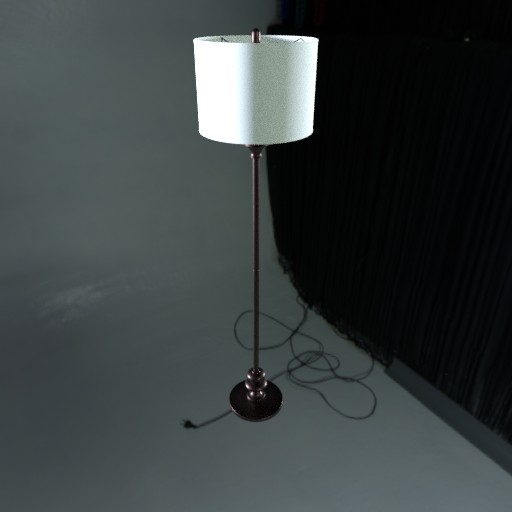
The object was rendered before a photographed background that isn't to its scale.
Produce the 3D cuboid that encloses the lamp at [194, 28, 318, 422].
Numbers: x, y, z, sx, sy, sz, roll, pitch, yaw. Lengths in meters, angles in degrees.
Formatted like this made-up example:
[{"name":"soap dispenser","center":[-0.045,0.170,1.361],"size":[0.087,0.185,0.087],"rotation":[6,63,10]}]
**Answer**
[{"name":"lamp","center":[0.000,0.000,1.626],"size":[0.356,1.487,0.356],"rotation":[-21,35,-32]}]
